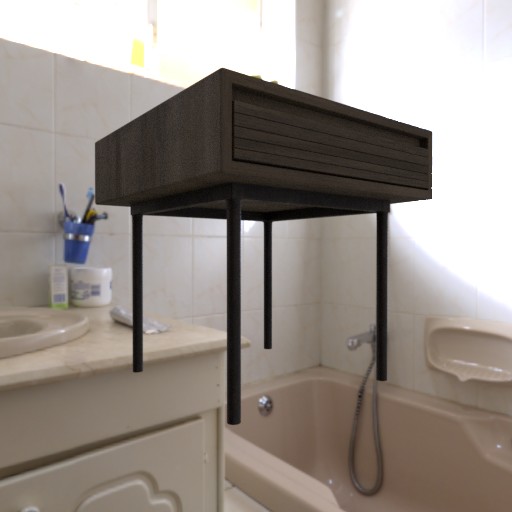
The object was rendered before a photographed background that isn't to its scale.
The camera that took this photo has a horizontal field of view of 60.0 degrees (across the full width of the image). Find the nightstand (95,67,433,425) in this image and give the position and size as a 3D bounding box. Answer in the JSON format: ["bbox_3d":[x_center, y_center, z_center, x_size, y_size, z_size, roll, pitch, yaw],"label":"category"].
[{"bbox_3d":[0.000,0.000,0.925,0.502,0.497,0.503,0,1,-38],"label":"nightstand"}]
